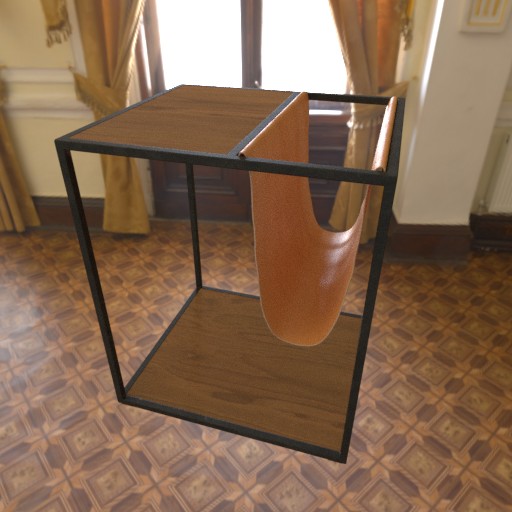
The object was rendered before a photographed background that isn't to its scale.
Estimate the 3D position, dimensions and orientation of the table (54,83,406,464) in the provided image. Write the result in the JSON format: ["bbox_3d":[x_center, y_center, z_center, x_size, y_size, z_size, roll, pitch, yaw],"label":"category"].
[{"bbox_3d":[0.000,0.000,0.844,0.450,0.536,0.399,9,33,14],"label":"table"}]
